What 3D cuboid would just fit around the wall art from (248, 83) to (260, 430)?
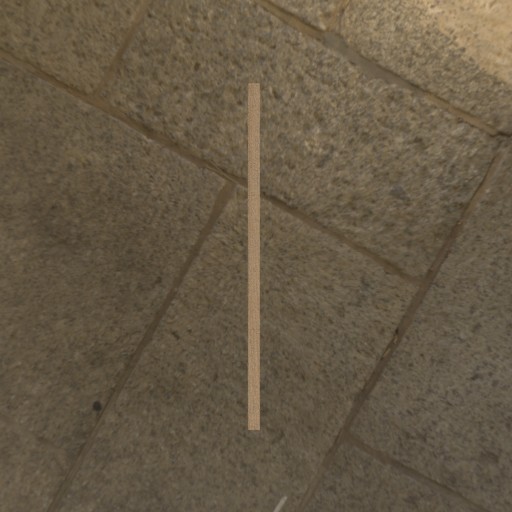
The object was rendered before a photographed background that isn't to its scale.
[{"bbox_3d":[0.000,0.000,0.828,0.013,0.683,0.381,0,90,0],"label":"wall art"}]
